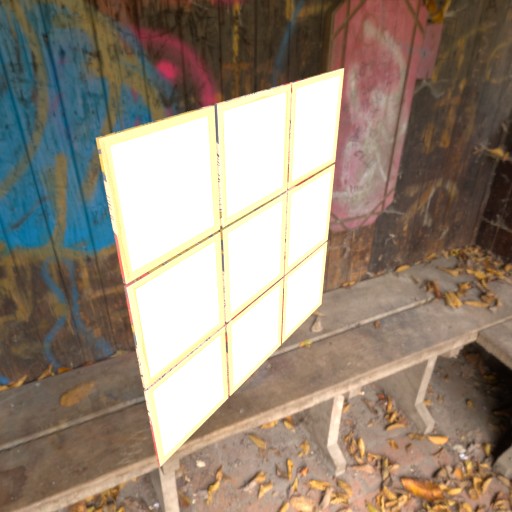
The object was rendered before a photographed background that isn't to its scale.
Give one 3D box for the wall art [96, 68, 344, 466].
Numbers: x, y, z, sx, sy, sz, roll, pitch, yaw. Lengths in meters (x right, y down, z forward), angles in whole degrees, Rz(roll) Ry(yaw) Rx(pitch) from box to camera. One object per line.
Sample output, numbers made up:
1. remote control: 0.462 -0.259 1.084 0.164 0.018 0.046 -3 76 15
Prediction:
1. wall art: 0.000 0.000 1.730 0.013 1.218 1.206 21 37 30
